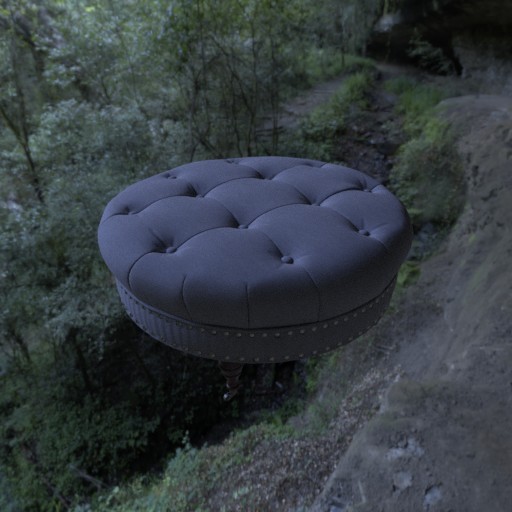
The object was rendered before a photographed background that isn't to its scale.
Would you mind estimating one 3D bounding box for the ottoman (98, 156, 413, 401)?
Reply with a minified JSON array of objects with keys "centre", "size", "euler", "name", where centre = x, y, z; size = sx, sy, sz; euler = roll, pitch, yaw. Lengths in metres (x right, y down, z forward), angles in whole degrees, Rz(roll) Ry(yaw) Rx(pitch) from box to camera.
[{"centre":[0.000,0.000,1.391],"size":[0.901,0.439,0.901],"euler":[0,31,0],"name":"ottoman"}]
